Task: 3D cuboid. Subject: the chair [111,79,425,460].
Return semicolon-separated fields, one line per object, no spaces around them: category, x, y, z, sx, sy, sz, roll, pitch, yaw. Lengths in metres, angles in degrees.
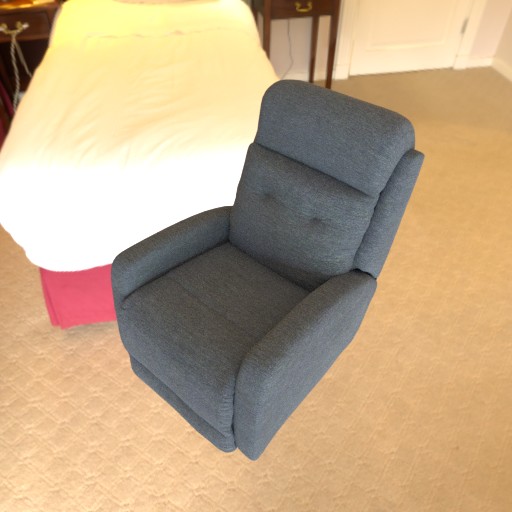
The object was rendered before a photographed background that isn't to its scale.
chair;0.000;0.000;1.698;0.798;1.013;1.043;32;53;28
